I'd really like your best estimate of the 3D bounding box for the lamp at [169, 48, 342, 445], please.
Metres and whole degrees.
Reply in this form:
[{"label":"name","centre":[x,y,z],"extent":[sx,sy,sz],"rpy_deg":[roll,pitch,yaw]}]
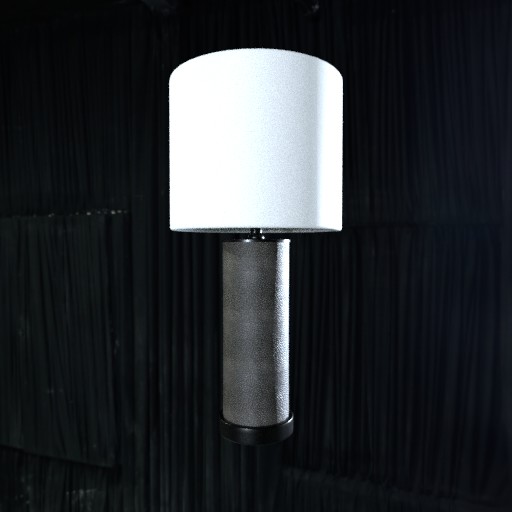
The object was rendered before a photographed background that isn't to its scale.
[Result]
[{"label":"lamp","centre":[0.000,0.000,0.805],"extent":[0.305,0.634,0.305],"rpy_deg":[0,2,16]}]
